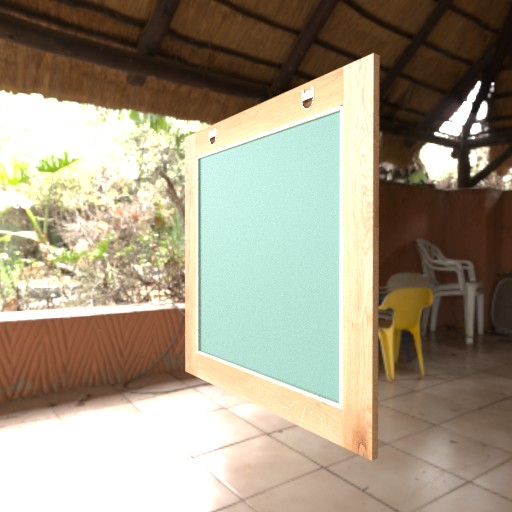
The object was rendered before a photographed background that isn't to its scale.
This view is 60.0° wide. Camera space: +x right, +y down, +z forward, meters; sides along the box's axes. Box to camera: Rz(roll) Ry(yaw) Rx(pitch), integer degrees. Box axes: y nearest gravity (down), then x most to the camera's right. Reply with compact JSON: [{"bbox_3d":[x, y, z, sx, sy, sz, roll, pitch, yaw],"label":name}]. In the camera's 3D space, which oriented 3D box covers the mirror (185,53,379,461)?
[{"bbox_3d":[0.000,0.000,1.197,0.020,0.800,0.800,-1,1,-36],"label":"mirror"}]
